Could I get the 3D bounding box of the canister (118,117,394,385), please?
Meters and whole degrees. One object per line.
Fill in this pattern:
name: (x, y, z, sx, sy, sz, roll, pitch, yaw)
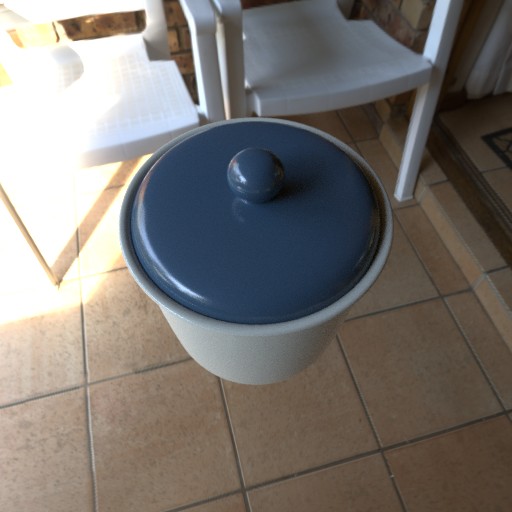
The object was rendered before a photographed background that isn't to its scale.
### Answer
canister: (0.000, 0.000, 0.344, 0.182, 0.208, 0.182, 0, 57, 0)
